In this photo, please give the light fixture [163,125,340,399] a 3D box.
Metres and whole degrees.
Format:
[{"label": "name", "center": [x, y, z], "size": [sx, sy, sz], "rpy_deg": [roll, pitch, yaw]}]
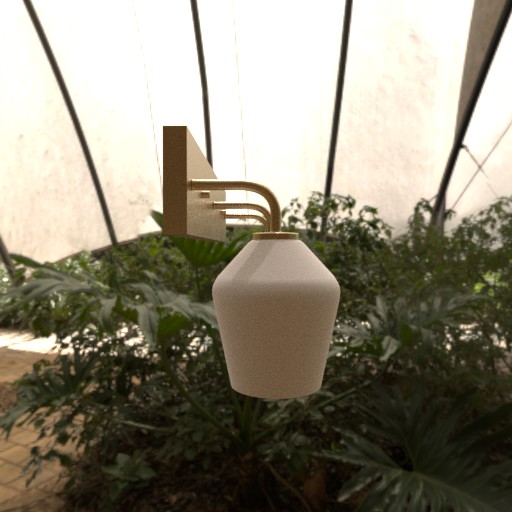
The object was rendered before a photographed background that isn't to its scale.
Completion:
[{"label": "light fixture", "center": [0.000, 0.000, 0.729], "size": [0.190, 0.280, 0.609], "rpy_deg": [0, 1, 0]}]
